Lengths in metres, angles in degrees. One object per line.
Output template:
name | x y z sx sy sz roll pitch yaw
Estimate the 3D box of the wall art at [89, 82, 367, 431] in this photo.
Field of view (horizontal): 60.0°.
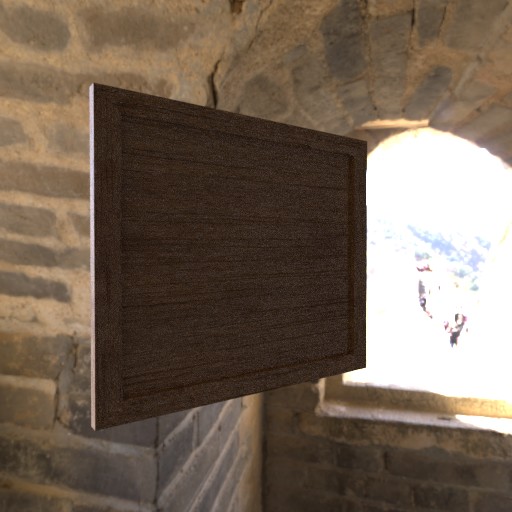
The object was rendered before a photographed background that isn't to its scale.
wall art | 0.000 0.000 0.959 0.690 0.588 0.026 -1 1 -36
